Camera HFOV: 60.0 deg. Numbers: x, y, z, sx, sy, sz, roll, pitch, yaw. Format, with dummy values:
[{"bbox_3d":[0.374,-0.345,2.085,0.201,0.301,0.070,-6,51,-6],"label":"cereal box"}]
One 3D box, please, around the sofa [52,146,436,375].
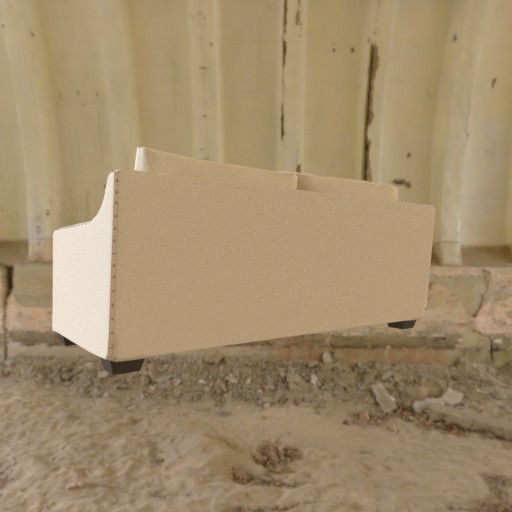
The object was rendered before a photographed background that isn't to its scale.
[{"bbox_3d":[0.000,0.000,2.331,1.812,0.830,0.949,0,0,-36],"label":"sofa"}]
